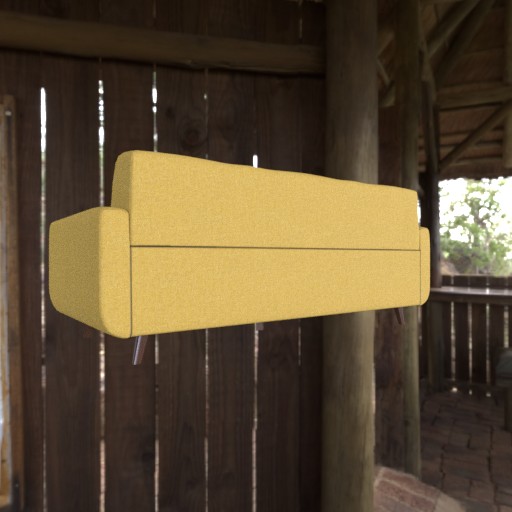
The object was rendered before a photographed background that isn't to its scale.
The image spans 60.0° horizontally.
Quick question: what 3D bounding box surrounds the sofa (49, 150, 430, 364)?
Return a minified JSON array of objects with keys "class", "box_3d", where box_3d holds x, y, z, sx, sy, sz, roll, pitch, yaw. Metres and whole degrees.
[{"class":"sofa","box_3d":[0.000,0.000,2.525,2.029,0.841,0.909,0,0,-36]}]
